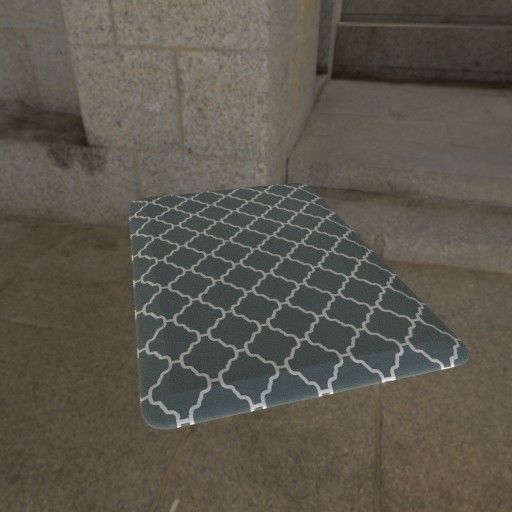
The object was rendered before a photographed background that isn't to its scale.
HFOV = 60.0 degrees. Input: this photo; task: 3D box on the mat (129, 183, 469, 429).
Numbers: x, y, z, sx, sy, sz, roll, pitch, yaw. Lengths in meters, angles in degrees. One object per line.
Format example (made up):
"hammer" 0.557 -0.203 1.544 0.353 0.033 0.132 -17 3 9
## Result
"mat" 0.000 0.000 0.937 0.508 0.021 0.762 -8 32 -13
